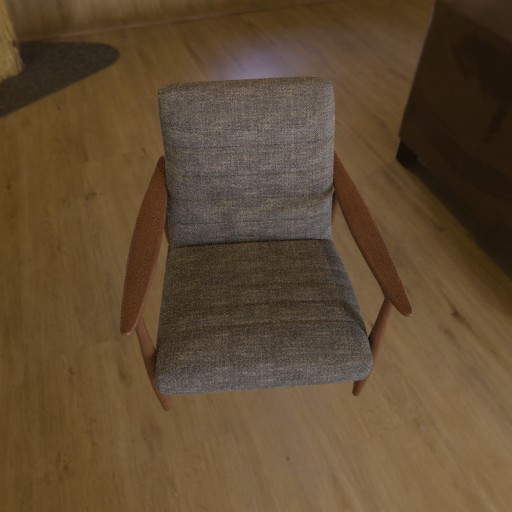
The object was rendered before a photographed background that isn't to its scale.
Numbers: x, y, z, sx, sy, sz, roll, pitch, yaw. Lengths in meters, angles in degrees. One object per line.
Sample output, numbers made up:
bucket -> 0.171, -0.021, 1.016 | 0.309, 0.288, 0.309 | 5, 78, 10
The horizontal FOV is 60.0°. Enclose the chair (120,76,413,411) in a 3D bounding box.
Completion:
chair -> 0.000, 0.000, 1.432 | 0.741, 0.832, 0.798 | -3, 47, -3
